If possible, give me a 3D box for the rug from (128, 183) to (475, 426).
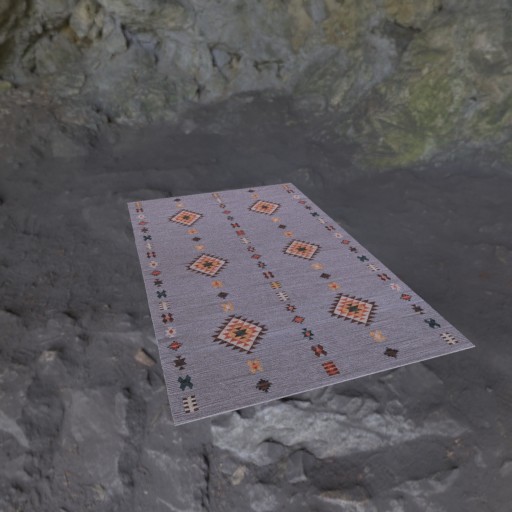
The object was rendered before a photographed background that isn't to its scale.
[{"bbox_3d":[0.000,0.000,3.018,1.515,0.007,2.427,-9,31,-16],"label":"rug"}]
